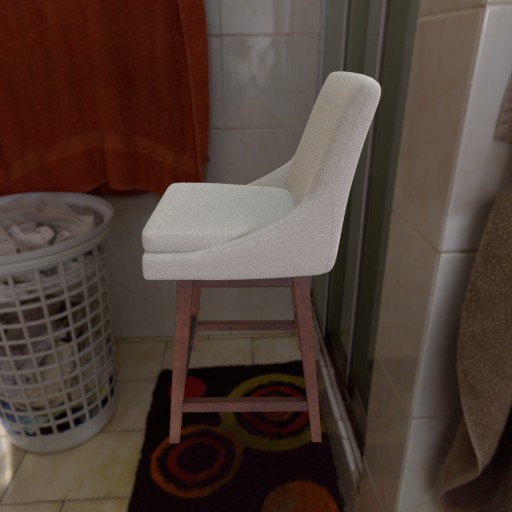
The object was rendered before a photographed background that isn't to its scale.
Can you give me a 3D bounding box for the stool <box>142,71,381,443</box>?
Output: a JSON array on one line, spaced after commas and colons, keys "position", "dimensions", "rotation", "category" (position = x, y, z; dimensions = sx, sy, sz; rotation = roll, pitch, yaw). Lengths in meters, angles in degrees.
[{"position": [0.000, 0.000, 1.304], "dimensions": [0.559, 0.991, 0.469], "rotation": [0, 25, -1], "category": "stool"}]
